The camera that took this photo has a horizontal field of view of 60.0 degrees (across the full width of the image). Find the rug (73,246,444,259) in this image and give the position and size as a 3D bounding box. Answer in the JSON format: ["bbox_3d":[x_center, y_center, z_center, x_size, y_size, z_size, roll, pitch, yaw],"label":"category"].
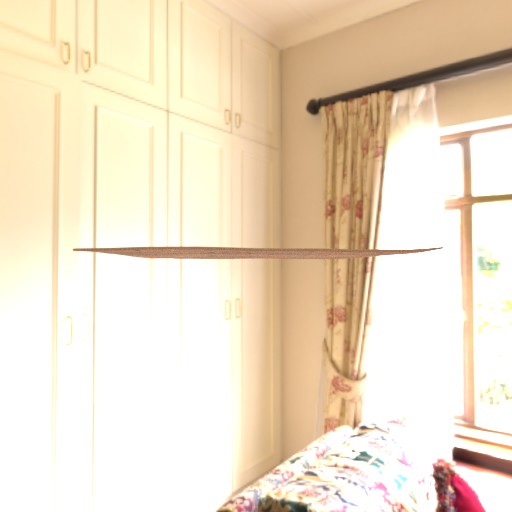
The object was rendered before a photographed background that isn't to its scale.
[{"bbox_3d":[0.000,0.000,3.039,1.537,0.029,2.439,0,-1,-1],"label":"rug"}]
